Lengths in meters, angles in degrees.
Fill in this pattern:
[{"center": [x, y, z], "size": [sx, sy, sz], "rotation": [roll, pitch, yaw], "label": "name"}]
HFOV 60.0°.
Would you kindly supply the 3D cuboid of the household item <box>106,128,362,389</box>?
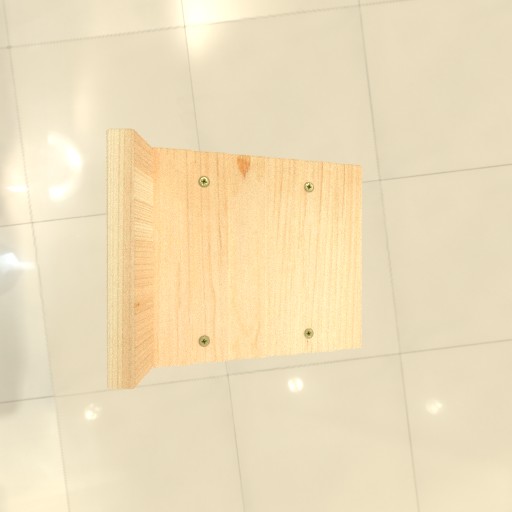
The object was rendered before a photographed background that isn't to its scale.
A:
[{"center": [0.000, 0.000, 0.399], "size": [0.171, 0.300, 0.149], "rotation": [0, 91, 0], "label": "household item"}]
